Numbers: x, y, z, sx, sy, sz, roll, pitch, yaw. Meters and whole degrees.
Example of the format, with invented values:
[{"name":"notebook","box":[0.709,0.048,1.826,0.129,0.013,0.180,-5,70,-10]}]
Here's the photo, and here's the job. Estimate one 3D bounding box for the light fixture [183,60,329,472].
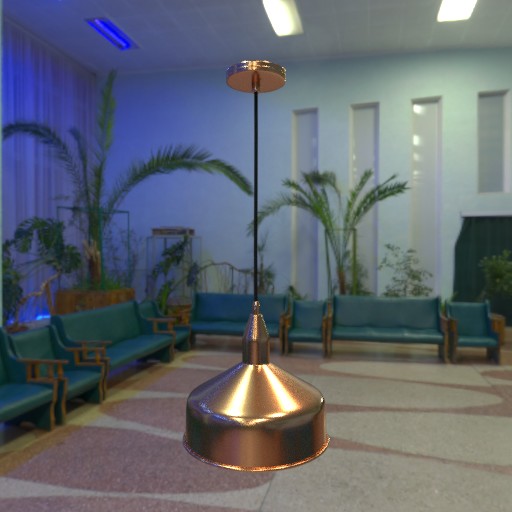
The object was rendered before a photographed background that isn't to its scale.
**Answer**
[{"name":"light fixture","box":[0.000,0.000,0.918,0.301,0.754,0.301,0,0,17]}]
